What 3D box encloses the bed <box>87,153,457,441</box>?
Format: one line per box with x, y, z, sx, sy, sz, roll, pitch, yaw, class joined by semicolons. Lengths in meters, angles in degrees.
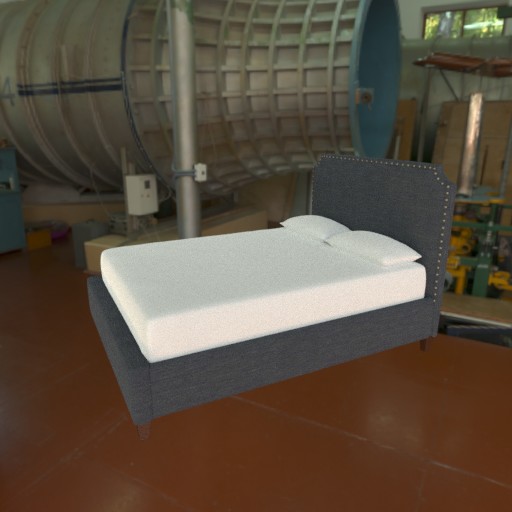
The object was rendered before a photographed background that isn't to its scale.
0.000;0.000;3.492;2.372;1.443;1.713;-8;19;-26;bed
